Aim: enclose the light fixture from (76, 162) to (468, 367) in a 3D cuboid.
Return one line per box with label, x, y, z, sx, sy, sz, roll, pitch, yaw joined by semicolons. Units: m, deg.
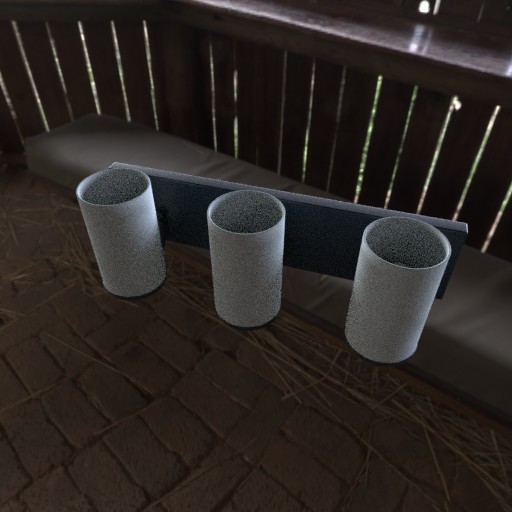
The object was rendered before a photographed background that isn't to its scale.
light fixture;0.000;0.000;0.530;0.451;0.172;0.145;12;42;14
